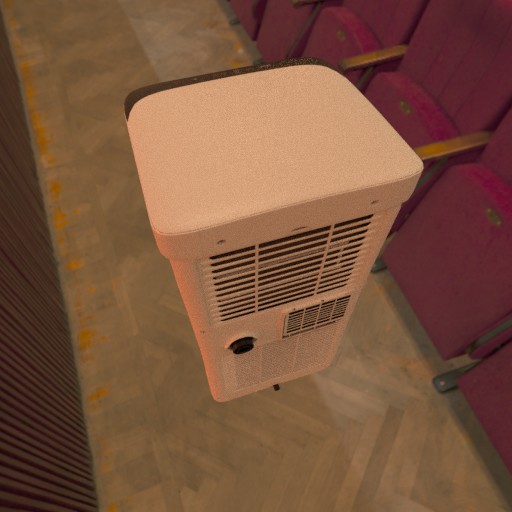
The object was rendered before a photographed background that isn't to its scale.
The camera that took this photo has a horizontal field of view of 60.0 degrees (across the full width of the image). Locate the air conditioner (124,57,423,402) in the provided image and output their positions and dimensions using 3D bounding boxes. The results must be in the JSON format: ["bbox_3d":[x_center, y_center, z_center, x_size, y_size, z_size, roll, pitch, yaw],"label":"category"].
[{"bbox_3d":[0.000,0.000,0.904,0.352,0.716,0.369,-15,57,-10],"label":"air conditioner"}]
